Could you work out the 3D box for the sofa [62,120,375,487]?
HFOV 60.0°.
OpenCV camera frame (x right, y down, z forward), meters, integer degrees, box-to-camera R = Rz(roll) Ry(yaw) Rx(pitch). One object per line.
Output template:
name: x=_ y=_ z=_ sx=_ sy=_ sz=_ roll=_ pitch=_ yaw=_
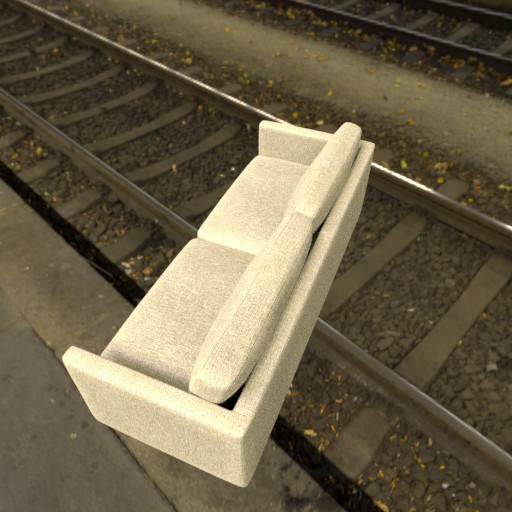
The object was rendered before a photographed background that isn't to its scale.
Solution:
sofa: x=0.000 y=0.000 z=2.853 sx=0.948 sy=0.951 sz=2.434 roll=17 pitch=48 yaw=16
